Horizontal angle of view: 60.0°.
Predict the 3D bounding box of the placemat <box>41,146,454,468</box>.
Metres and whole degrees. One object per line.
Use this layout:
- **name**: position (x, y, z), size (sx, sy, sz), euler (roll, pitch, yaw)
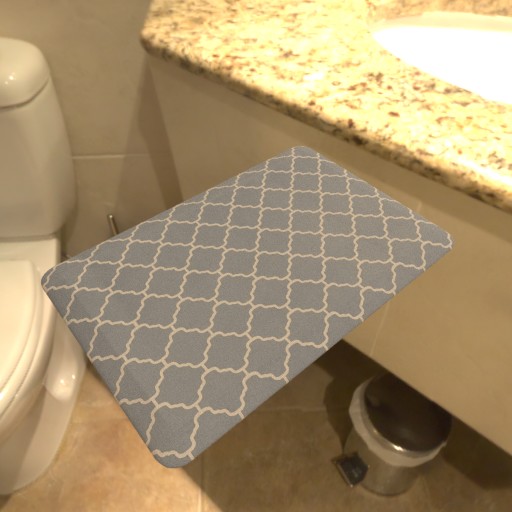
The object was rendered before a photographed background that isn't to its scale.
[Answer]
- **placemat**: position (0.000, 0.000, 0.942), size (0.762, 0.021, 0.508), euler (-32, 55, -26)
